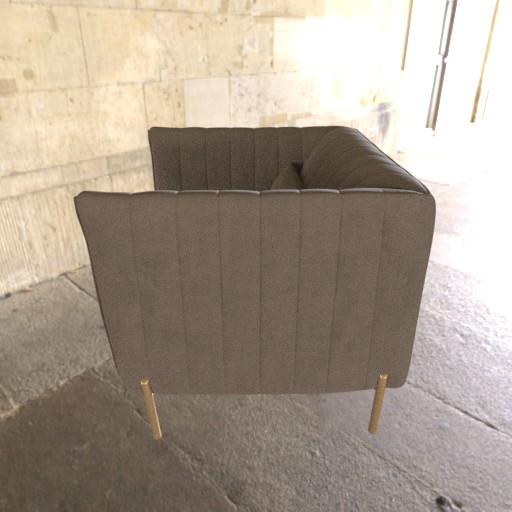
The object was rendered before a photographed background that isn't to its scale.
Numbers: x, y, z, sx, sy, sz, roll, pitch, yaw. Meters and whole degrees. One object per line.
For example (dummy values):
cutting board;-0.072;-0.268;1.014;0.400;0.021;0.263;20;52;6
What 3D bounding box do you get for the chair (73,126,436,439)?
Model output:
chair;0.000;0.000;1.596;0.873;0.779;0.981;0;26;-1
